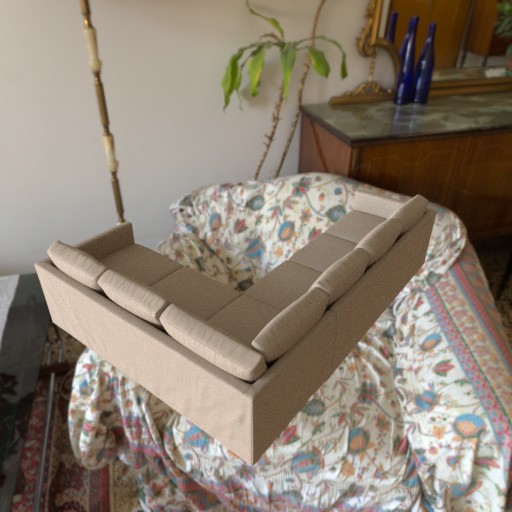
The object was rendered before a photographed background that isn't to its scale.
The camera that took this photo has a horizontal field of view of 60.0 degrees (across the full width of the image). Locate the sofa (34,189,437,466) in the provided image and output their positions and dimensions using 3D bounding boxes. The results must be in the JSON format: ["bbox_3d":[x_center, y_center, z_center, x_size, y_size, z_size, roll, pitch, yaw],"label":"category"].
[{"bbox_3d":[0.000,0.000,4.403,2.432,0.871,3.182,22,39,31],"label":"sofa"}]
